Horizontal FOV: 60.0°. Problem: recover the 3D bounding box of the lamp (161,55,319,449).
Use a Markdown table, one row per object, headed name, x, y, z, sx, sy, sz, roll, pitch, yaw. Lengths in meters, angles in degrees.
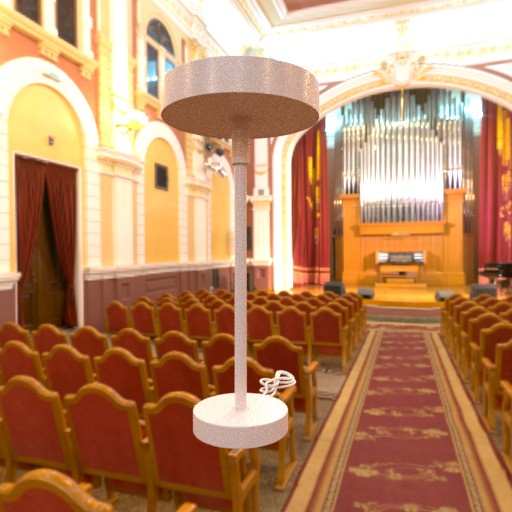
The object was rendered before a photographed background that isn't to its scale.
| name | x | y | z | sx | sy | sz | roll | pitch | yaw |
| --- | --- | --- | --- | --- | --- | --- | --- | --- | --- |
| lamp | 0.000 | 0.000 | 0.720 | 0.229 | 0.508 | 0.369 | 0 | 1 | 19 |
